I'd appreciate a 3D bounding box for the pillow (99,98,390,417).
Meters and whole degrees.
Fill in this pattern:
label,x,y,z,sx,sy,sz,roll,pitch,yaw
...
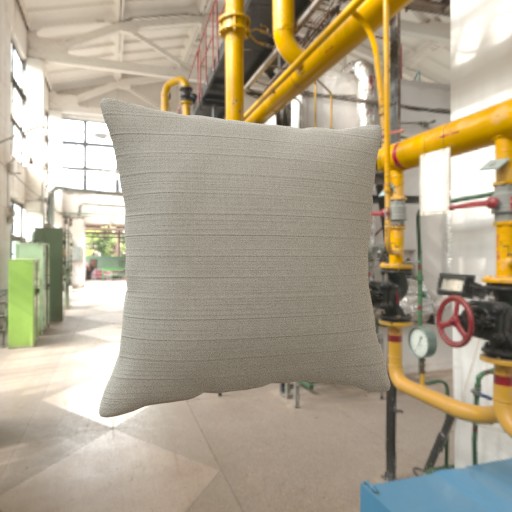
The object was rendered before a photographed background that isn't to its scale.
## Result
label,x,y,z,sx,sy,sz,roll,pitch,yaw
pillow,0.000,0.000,0.705,0.470,0.464,0.175,0,0,-17
